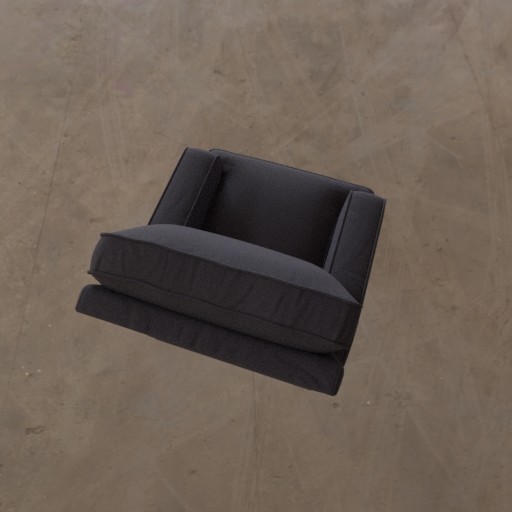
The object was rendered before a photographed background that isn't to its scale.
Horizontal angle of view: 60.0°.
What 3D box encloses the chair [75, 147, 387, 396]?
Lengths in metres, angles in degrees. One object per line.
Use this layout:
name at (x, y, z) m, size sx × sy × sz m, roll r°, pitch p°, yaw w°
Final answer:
chair at (0.000, 0.000, 1.680) m, size 0.861 × 0.962 × 0.964 m, roll 16°, pitch 64°, yaw 8°
